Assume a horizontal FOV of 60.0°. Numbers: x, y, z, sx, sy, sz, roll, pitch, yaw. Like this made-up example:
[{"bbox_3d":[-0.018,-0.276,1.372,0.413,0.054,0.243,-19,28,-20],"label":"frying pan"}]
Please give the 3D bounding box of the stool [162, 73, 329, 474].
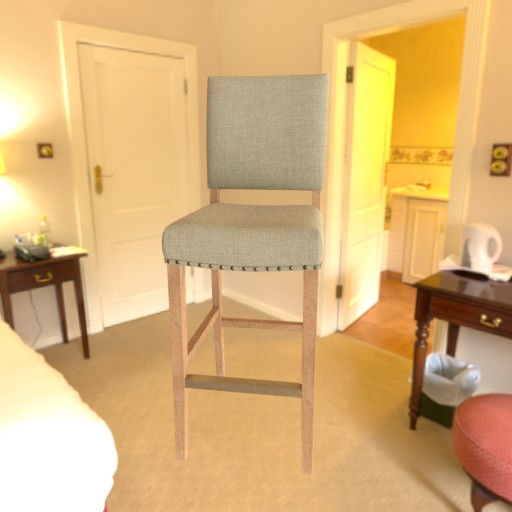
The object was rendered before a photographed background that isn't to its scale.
[{"bbox_3d":[0.000,0.000,1.487,0.445,1.203,0.585,2,15,9],"label":"stool"}]
